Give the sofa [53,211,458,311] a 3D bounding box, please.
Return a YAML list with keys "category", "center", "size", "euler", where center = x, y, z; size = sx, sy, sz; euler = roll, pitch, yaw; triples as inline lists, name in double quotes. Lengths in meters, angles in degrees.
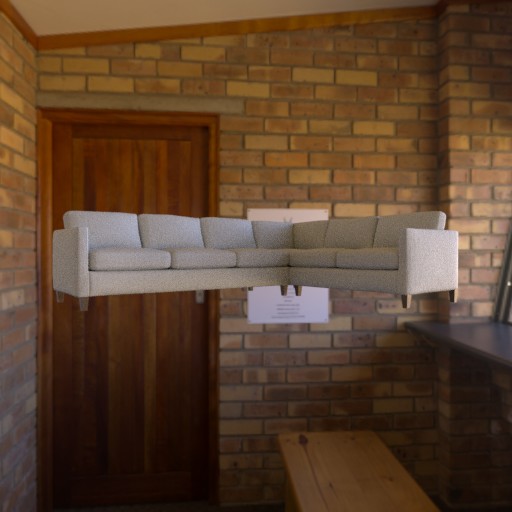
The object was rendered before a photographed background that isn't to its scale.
- category: "sofa"
  center: [0.000, 0.000, 4.474]
  size: [3.333, 0.934, 2.522]
  euler: [0, 0, -37]
